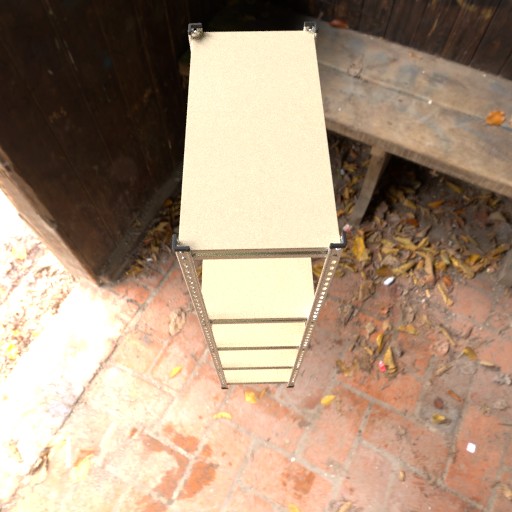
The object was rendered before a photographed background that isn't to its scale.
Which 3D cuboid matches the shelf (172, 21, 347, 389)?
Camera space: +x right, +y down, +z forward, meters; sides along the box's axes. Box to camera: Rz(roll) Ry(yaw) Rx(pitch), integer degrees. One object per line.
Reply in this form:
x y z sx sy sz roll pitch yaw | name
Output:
0.000 0.000 2.170 0.457 1.829 0.914 -1 62 -1 | shelf
